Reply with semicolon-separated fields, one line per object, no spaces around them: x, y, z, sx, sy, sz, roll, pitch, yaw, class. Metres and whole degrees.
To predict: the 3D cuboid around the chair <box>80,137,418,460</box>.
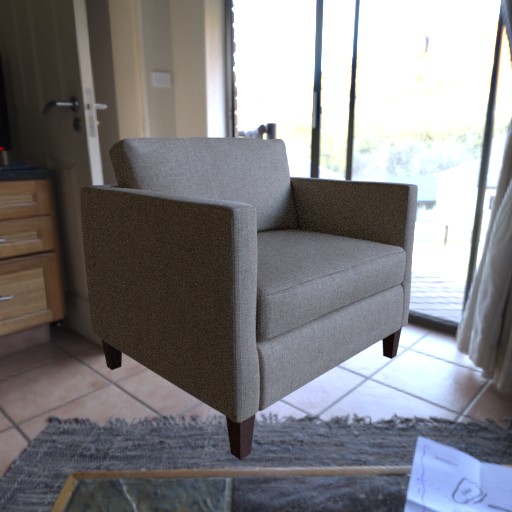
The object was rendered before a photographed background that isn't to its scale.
0.000;0.000;1.884;0.959;0.987;1.107;13;19;43;chair
